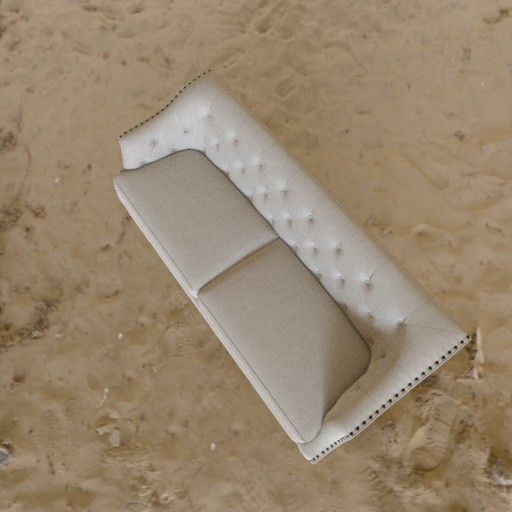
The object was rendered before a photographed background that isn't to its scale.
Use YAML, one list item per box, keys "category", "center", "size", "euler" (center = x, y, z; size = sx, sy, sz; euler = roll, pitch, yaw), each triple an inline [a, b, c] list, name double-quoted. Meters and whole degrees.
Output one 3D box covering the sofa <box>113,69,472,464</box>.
- category: "sofa"
  center: [0.000, 0.000, 2.730]
  size: [0.914, 0.901, 2.235]
  euler: [-34, 69, -15]
